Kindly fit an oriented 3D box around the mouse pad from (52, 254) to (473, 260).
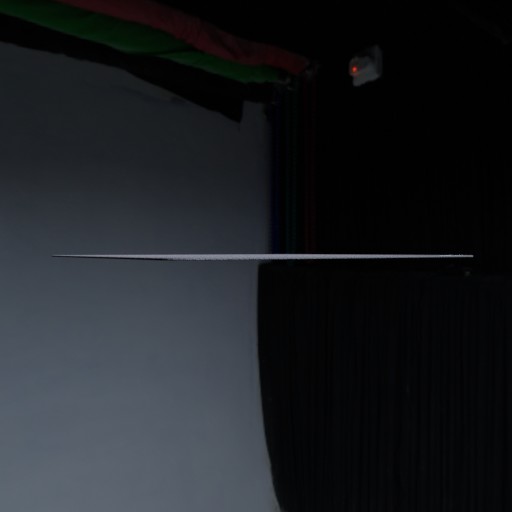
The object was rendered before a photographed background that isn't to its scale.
[{"bbox_3d":[0.000,0.000,0.611,0.451,0.002,0.393,0,1,-37],"label":"mouse pad"}]
